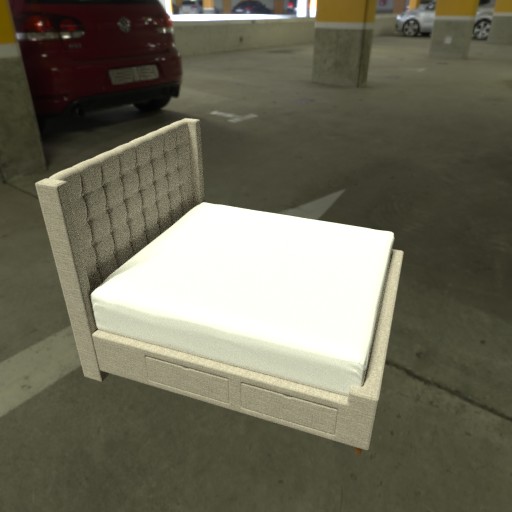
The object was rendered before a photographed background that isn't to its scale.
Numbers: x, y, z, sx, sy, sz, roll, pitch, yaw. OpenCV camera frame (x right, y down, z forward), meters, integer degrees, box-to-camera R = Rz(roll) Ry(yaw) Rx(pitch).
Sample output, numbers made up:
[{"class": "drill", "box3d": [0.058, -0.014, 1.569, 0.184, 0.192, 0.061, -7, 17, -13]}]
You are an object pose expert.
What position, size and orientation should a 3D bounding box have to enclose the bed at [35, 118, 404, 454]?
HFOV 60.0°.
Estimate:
[{"class": "bed", "box3d": [0.000, 0.000, 3.801, 2.372, 1.748, 2.044, 10, 31, 18]}]
